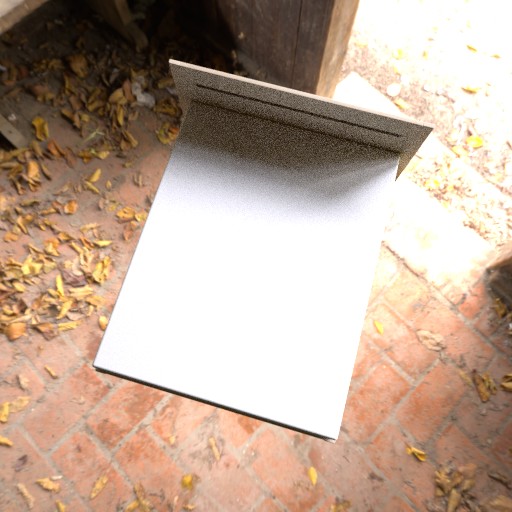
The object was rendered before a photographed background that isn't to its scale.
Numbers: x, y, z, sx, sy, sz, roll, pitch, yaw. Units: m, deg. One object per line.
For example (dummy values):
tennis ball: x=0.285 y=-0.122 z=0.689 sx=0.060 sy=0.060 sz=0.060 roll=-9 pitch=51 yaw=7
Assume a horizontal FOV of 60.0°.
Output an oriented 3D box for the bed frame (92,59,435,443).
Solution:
bed frame: x=0.000 y=0.000 z=3.084 sx=1.800 sy=0.900 sz=2.080 roll=15 pitch=76 yaw=4
